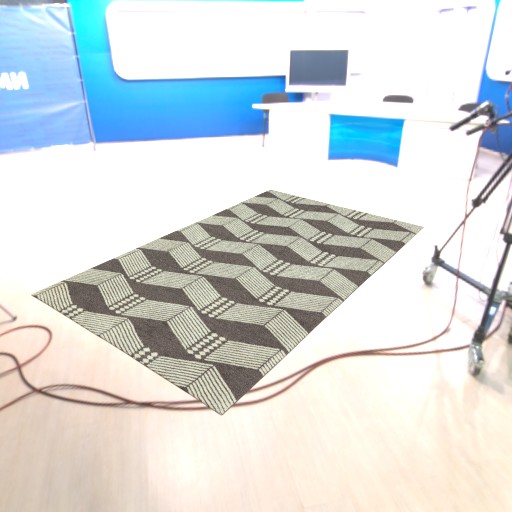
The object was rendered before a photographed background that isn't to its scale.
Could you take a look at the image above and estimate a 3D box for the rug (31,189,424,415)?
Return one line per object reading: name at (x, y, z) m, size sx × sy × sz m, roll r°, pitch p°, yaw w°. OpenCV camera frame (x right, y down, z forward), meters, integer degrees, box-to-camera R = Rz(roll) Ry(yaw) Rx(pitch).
rug at (0.000, 0.000, 3.088) m, size 1.517 × 0.011 × 2.435 m, roll 19°, pitch 33°, yaw 33°
